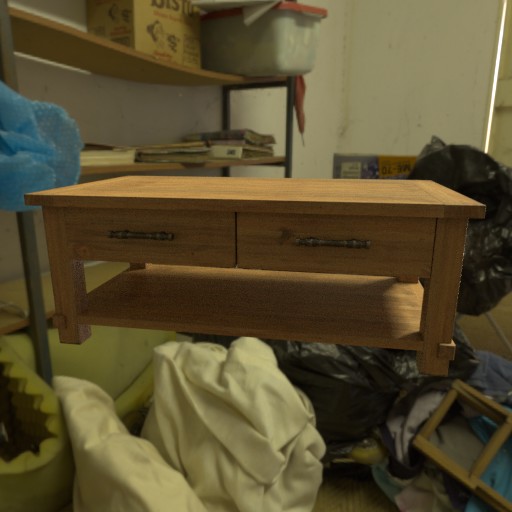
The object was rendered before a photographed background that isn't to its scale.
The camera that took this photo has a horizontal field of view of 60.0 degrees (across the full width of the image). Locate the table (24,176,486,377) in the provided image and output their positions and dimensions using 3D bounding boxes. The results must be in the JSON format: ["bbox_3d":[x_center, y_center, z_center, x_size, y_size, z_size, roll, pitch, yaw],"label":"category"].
[{"bbox_3d":[0.000,0.000,1.578,1.270,0.494,0.693,3,15,10],"label":"table"}]
